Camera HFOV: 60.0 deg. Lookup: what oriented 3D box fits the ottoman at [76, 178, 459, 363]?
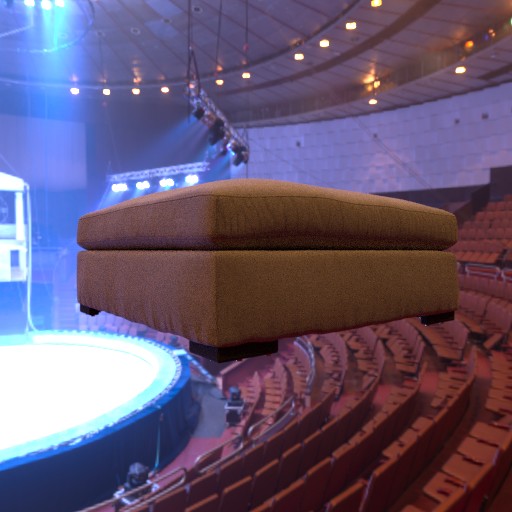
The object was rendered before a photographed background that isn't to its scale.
[{"bbox_3d":[0.000,0.000,1.857,1.171,0.517,1.203,-1,1,-37],"label":"ottoman"}]
